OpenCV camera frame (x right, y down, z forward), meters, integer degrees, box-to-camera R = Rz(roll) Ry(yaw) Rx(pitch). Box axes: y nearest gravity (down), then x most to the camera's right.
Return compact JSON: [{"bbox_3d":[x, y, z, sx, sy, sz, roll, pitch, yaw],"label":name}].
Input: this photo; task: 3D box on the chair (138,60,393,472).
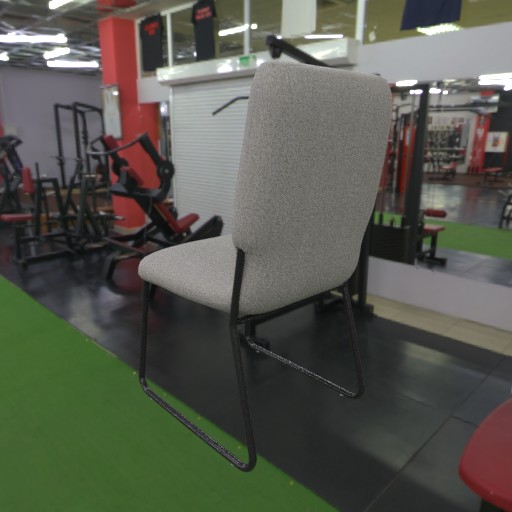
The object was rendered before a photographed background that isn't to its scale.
[{"bbox_3d":[0.000,0.000,1.158,0.448,0.864,0.560,-14,21,-41],"label":"chair"}]
